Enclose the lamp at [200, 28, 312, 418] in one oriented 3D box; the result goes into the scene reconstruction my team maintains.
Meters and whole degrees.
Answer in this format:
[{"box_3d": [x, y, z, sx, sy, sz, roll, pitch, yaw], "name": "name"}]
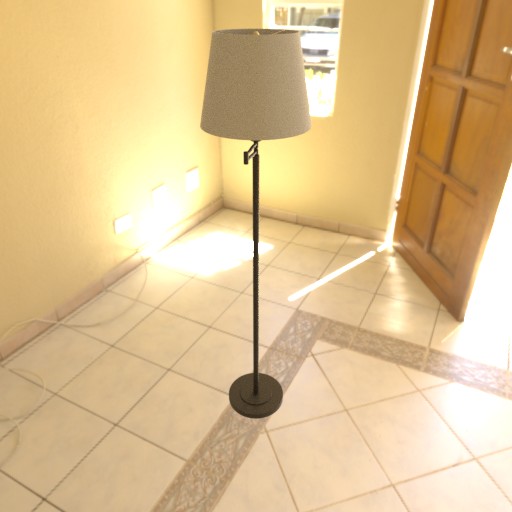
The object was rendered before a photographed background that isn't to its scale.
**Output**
[{"box_3d": [0.000, 0.000, 1.626, 0.348, 1.473, 0.348, 9, 32, 15], "name": "lamp"}]
